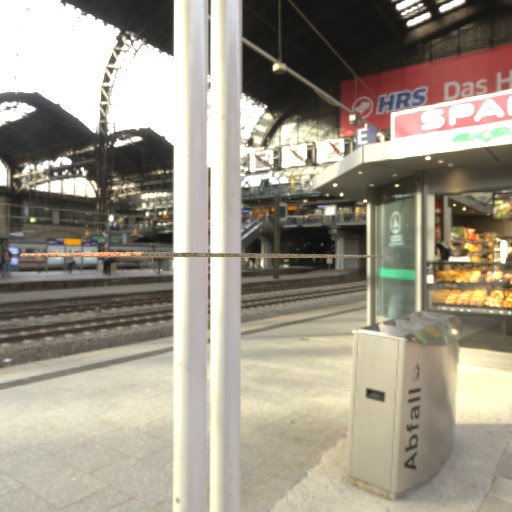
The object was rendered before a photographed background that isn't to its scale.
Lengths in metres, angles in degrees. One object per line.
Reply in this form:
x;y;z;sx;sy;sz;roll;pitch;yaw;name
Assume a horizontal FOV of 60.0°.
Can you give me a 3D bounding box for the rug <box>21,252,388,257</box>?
0.000;0.000;2.668;0.810;0.016;2.413;0;0;36;rug
